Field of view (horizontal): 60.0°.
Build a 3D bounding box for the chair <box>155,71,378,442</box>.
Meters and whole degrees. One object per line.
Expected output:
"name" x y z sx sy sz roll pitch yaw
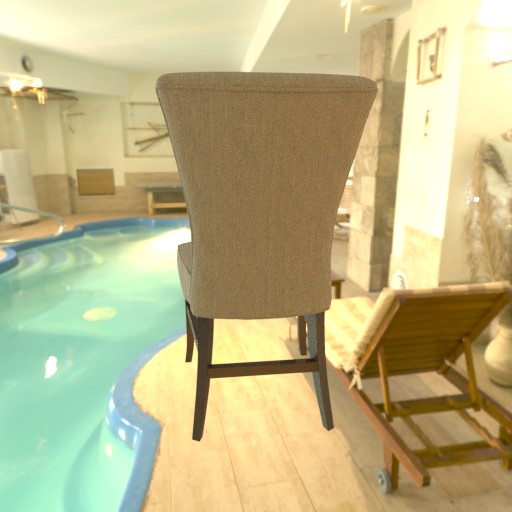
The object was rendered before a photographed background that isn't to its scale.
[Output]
"chair" 0.000 0.000 1.380 0.520 0.991 0.660 -2 14 -7
